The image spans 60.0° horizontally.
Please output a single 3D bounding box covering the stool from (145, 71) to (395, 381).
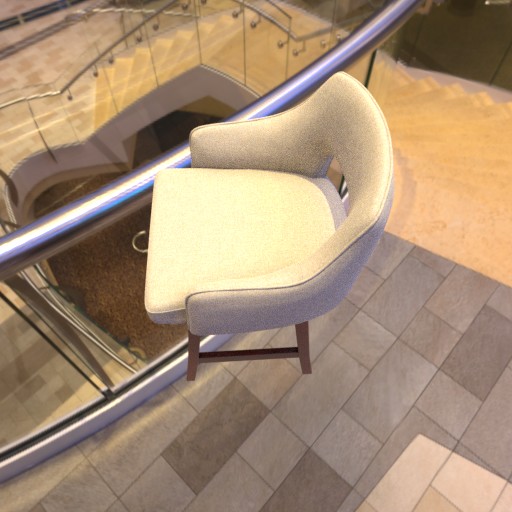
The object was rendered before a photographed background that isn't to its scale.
[{"bbox_3d":[0.000,0.000,1.285,0.560,0.936,0.550,-3,58,-2],"label":"stool"}]
